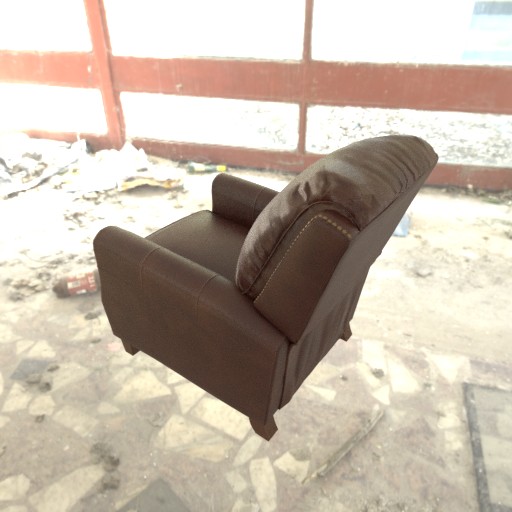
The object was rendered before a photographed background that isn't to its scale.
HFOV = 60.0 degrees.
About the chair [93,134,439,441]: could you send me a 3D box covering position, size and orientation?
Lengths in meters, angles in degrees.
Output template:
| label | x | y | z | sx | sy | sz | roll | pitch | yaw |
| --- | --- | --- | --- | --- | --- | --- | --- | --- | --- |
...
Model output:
| label | x | y | z | sx | sy | sz | roll | pitch | yaw |
| --- | --- | --- | --- | --- | --- | --- | --- | --- | --- |
| chair | 0.000 | 0.000 | 1.755 | 1.089 | 1.022 | 0.826 | 20 | 37 | 30 |
